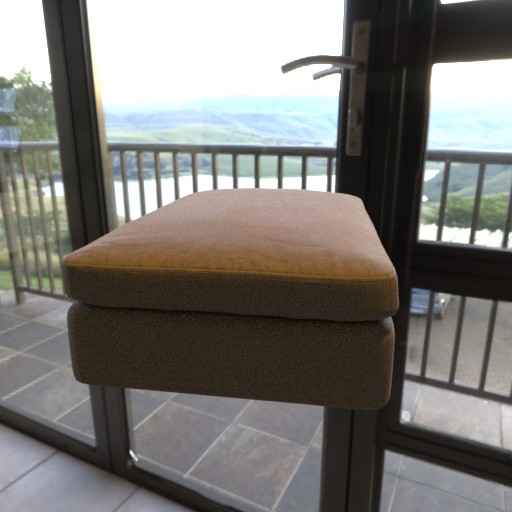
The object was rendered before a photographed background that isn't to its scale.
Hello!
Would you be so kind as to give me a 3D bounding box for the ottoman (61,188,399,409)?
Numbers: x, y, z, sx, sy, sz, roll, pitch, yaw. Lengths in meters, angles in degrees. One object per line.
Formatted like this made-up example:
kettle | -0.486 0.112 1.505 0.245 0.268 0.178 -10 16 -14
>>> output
ottoman | 0.000 0.000 1.613 0.840 0.429 1.199 2 16 8
